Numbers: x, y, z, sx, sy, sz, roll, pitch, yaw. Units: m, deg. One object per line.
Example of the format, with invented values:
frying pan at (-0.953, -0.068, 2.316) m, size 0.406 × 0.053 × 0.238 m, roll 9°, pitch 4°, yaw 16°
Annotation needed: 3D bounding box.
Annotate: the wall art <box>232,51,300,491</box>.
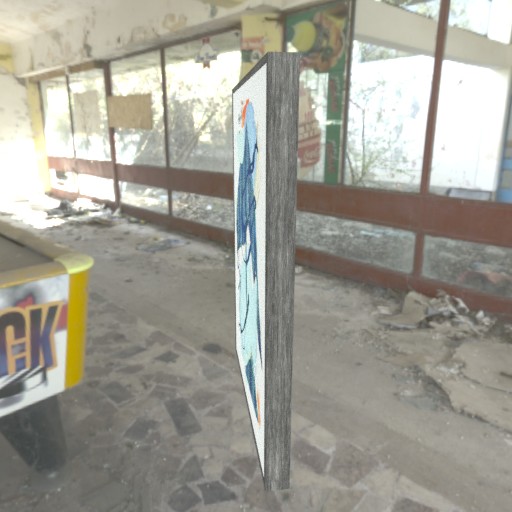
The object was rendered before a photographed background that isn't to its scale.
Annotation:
wall art at (0.000, 0.000, 1.344) m, size 0.063 × 1.016 × 0.762 m, roll -2°, pitch 16°, yaw -8°
